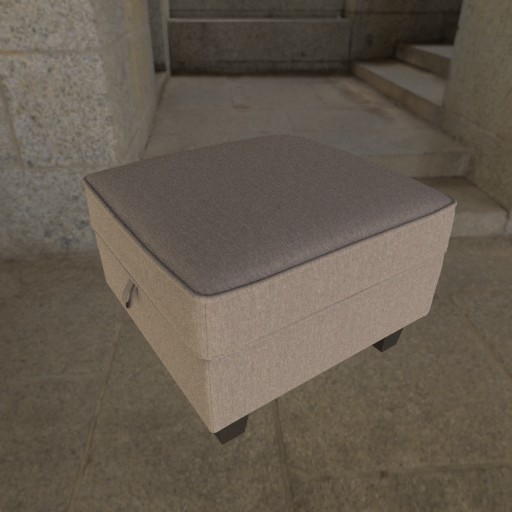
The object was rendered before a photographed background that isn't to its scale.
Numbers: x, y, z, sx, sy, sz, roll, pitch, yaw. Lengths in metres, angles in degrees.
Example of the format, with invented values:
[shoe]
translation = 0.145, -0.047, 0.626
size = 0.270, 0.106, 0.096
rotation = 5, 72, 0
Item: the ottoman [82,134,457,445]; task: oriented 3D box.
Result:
[ottoman]
translation = 0.000, 0.000, 1.410
size = 0.871, 0.612, 0.808
rotation = -20, 36, -29
